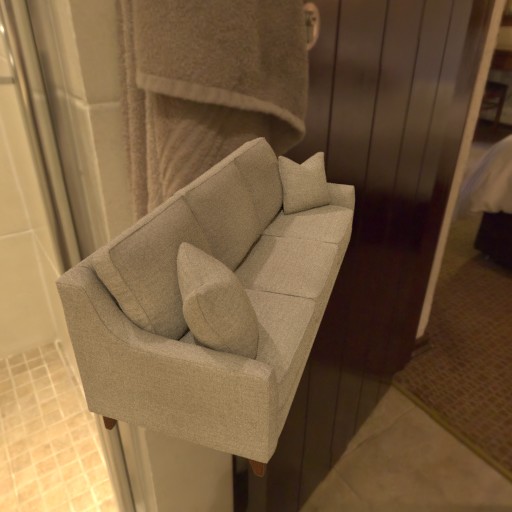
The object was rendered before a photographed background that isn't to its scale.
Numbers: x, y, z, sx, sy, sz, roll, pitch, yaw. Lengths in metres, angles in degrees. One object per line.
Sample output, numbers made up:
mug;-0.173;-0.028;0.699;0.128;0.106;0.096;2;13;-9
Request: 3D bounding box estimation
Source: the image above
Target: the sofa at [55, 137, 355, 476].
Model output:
sofa;0.000;0.000;2.480;0.865;0.914;2.031;10;31;17
